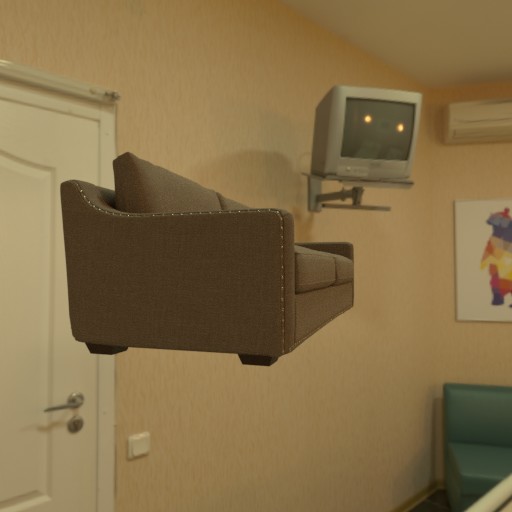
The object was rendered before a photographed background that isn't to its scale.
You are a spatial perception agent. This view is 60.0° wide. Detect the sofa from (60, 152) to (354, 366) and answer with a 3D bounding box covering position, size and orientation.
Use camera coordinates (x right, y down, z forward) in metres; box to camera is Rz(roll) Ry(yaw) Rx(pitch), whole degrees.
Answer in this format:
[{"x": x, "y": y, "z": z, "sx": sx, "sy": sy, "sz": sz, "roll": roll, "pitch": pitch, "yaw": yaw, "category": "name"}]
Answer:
[{"x": 0.000, "y": 0.000, "z": 2.720, "sx": 1.000, "sy": 0.857, "sz": 2.208, "roll": -1, "pitch": -2, "yaw": 18, "category": "sofa"}]
